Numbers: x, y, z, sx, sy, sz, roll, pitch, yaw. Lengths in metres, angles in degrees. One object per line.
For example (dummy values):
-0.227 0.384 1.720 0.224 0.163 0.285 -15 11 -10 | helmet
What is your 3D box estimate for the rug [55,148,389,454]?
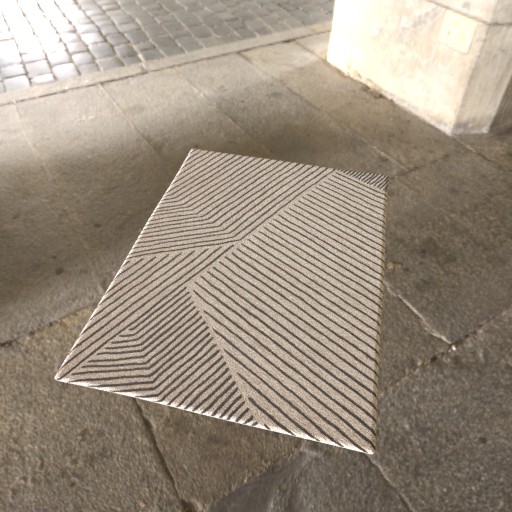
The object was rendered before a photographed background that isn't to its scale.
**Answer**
0.000 0.000 3.231 1.829 0.028 2.449 10 47 9 | rug
